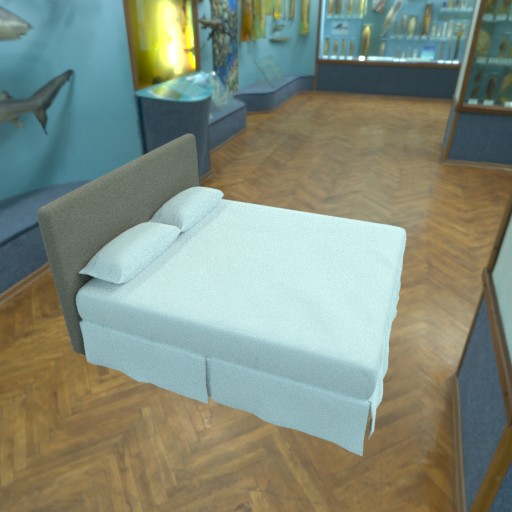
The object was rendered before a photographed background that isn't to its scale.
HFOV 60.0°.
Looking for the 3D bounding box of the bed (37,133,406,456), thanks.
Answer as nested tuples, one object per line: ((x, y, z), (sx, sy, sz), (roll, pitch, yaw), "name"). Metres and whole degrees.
((0.000, 0.000, 3.636), (2.341, 1.317, 2.119), (11, 32, 18), "bed")
